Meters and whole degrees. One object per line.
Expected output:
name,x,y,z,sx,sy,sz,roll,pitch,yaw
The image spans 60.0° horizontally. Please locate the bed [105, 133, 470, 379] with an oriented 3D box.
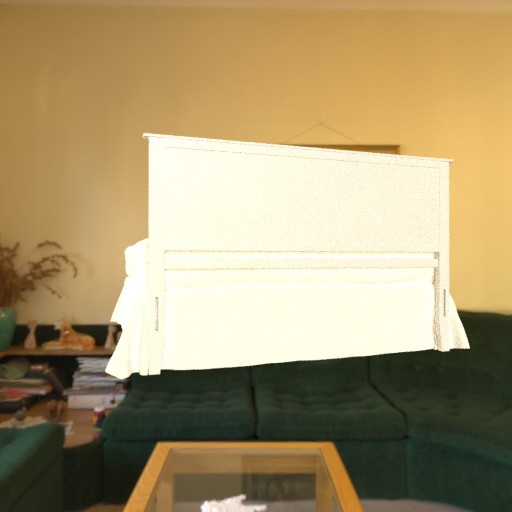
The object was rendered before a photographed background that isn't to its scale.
bed,0.000,0.000,3.635,2.317,1.273,2.215,0,0,-18
